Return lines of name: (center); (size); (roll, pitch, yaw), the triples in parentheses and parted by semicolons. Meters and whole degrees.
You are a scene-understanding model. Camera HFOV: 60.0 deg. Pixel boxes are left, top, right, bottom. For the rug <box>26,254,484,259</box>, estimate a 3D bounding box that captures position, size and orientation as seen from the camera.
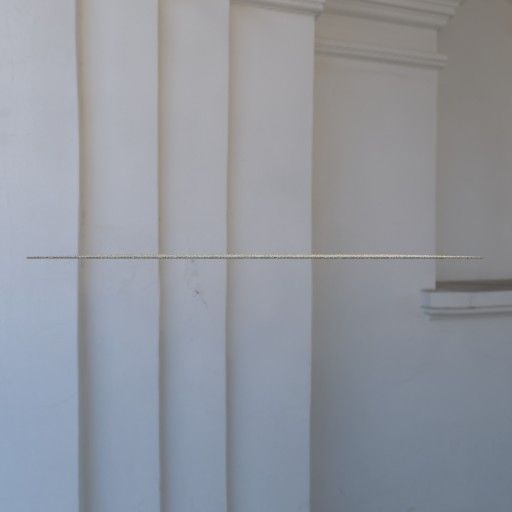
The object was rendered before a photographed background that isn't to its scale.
rug: (0.000, 0.000, 4.160); (3.034, 0.012, 2.471); (0, 1, 1)
